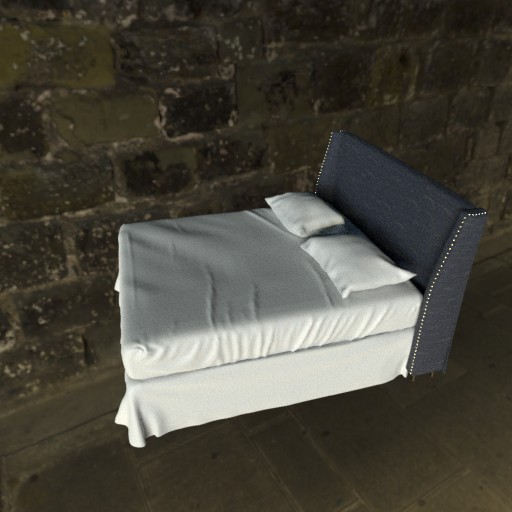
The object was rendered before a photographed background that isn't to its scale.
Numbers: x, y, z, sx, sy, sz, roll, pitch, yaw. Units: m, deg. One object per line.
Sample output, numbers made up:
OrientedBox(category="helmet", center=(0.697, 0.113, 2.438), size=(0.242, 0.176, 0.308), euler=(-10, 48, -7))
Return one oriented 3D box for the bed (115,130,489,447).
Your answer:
OrientedBox(category="bed", center=(0.000, 0.000, 3.381), size=(2.276, 1.332, 1.925), euler=(-8, 31, -13))
